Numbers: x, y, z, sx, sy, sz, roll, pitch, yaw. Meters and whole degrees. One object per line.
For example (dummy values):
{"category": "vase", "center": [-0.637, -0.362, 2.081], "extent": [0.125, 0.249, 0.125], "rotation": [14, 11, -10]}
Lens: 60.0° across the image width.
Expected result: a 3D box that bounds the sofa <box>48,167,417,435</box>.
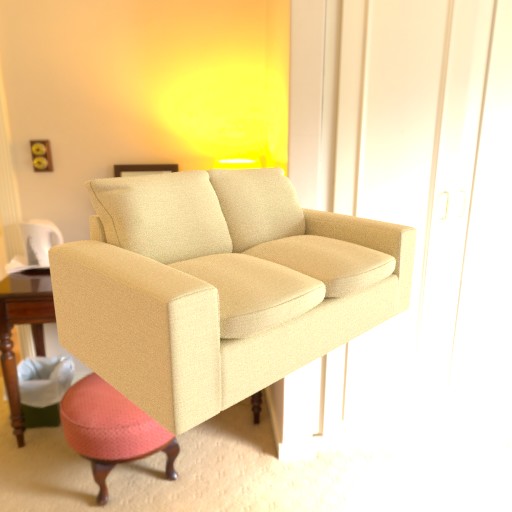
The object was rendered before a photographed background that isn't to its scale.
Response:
{"category": "sofa", "center": [0.000, 0.000, 2.378], "extent": [1.754, 0.875, 1.091], "rotation": [-14, 20, -43]}
